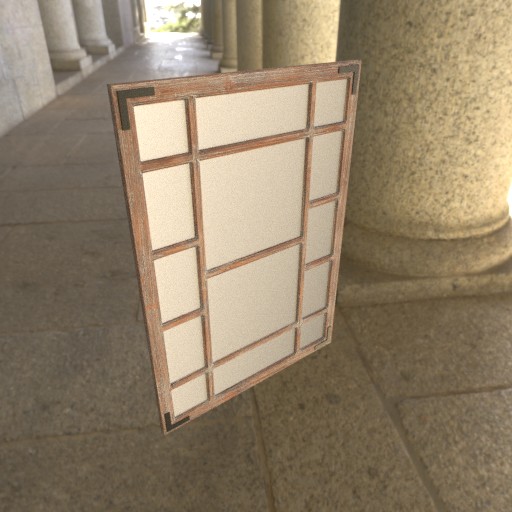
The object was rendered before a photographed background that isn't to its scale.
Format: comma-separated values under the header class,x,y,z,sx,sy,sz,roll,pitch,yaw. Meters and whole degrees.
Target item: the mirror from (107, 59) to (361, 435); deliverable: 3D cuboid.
class,x,y,z,sx,sy,sz,roll,pitch,yaw
mirror,0.000,0.000,1.277,0.705,0.996,0.025,-20,36,-31
